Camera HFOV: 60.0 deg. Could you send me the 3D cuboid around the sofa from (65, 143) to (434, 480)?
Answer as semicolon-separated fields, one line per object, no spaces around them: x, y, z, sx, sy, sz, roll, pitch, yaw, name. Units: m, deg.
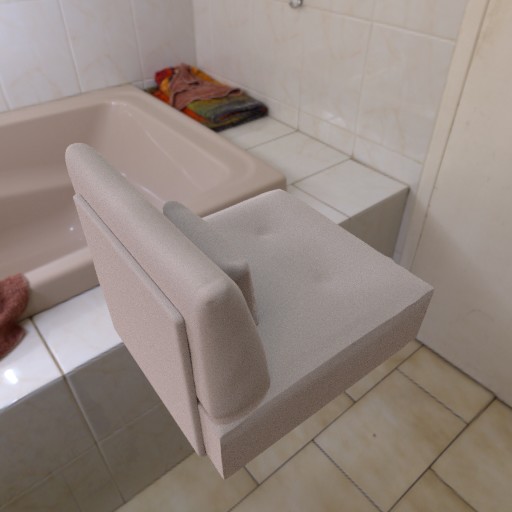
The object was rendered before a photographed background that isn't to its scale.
0.000;0.000;1.664;1.000;0.828;0.935;-26;46;-28;sofa
